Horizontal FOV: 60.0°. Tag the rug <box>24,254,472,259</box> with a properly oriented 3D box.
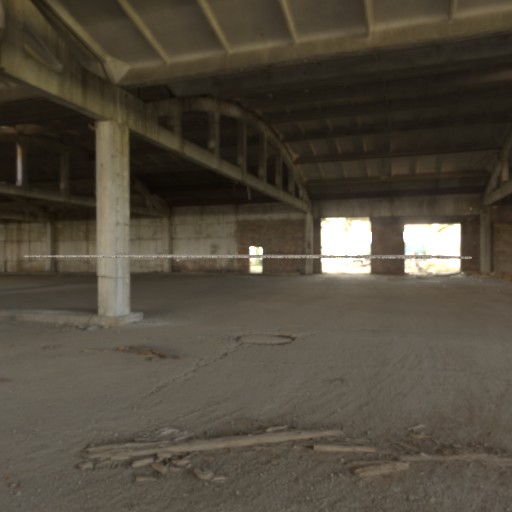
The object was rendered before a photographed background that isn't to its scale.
[{"bbox_3d":[0.000,0.000,3.025,2.464,0.010,1.549,0,0,18],"label":"rug"}]
